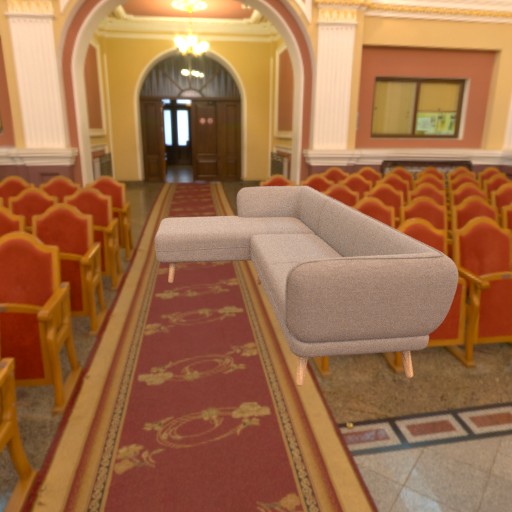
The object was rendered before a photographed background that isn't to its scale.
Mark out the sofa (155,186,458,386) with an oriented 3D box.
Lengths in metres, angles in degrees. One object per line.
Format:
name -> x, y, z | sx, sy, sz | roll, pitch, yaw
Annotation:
sofa -> 0.000, 0.000, 3.221 | 1.532, 0.693, 2.653 | -2, 16, -7
